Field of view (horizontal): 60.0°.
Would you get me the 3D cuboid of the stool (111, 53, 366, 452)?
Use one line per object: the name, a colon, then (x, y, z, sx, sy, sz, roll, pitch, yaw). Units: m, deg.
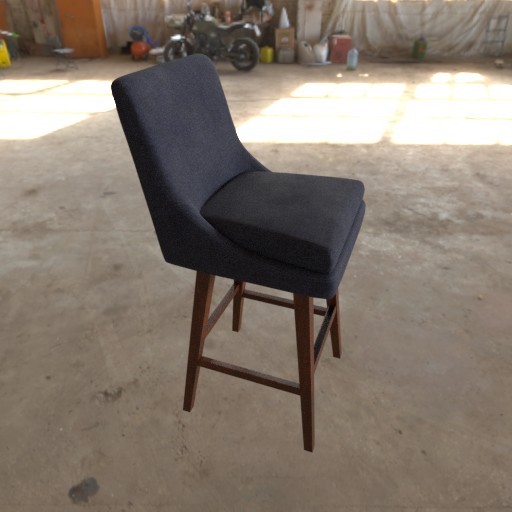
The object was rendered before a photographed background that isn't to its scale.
stool: (0.000, 0.000, 1.356, 0.572, 1.068, 0.489, 11, 34, 17)
